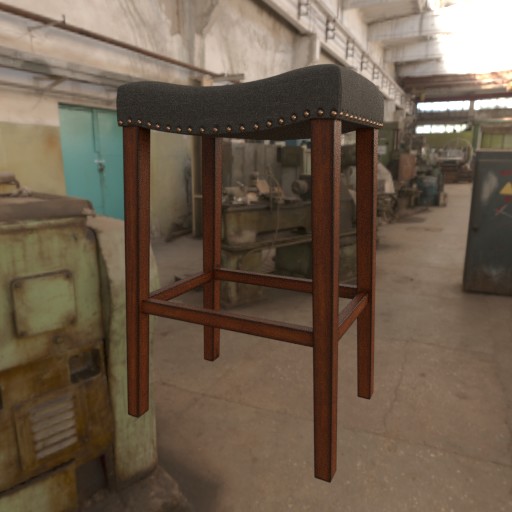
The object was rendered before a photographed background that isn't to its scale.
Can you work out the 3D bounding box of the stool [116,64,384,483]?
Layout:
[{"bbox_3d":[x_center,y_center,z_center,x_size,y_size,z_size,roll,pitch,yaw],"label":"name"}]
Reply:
[{"bbox_3d":[0.000,0.000,1.024,0.502,0.760,0.366,6,14,26],"label":"stool"}]
